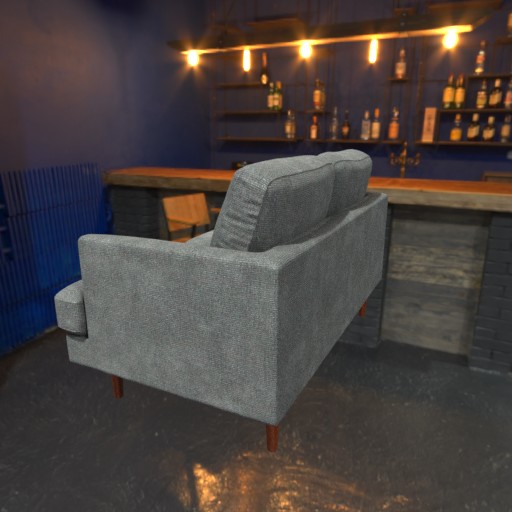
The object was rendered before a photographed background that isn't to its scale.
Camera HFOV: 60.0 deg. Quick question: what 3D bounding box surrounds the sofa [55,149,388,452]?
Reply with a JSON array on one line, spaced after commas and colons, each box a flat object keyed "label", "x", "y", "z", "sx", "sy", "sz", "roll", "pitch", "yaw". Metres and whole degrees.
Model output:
[{"label": "sofa", "x": 0.000, "y": 0.000, "z": 2.092, "sx": 0.903, "sy": 0.956, "sz": 1.582, "roll": 8, "pitch": 18, "yaw": 26}]
